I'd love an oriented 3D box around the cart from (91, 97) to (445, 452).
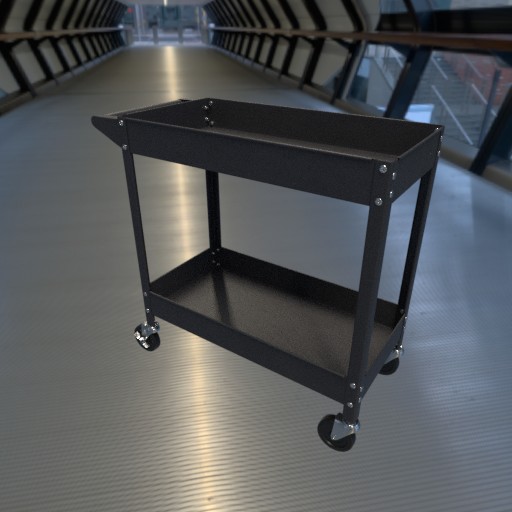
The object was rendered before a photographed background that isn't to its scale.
[{"bbox_3d":[0.000,0.000,1.190,0.779,0.719,0.366,18,33,30],"label":"cart"}]
